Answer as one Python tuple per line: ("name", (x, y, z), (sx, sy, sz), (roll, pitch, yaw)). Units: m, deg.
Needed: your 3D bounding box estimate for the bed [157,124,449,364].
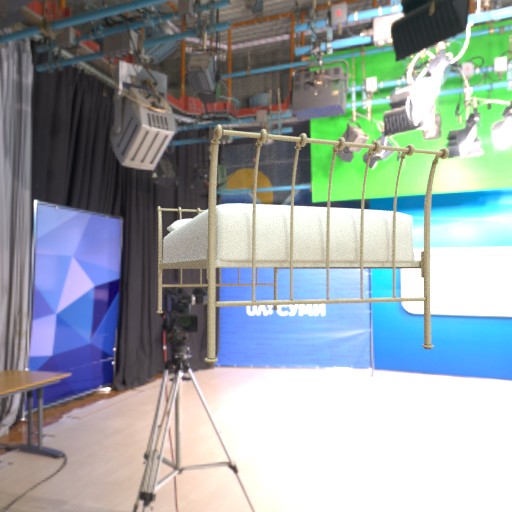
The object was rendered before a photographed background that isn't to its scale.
("bed", (0.000, 0.000, 2.761), (1.032, 0.873, 2.228), (1, -2, -18))
